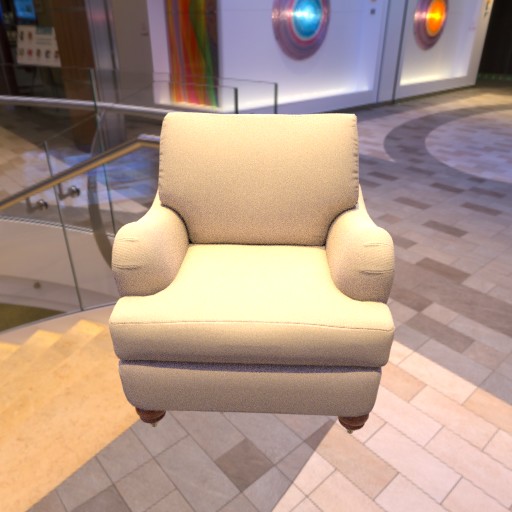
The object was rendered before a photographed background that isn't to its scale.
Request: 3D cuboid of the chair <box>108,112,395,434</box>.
[{"bbox_3d":[0.000,0.000,1.823,0.955,1.038,1.070,1,28,2],"label":"chair"}]
